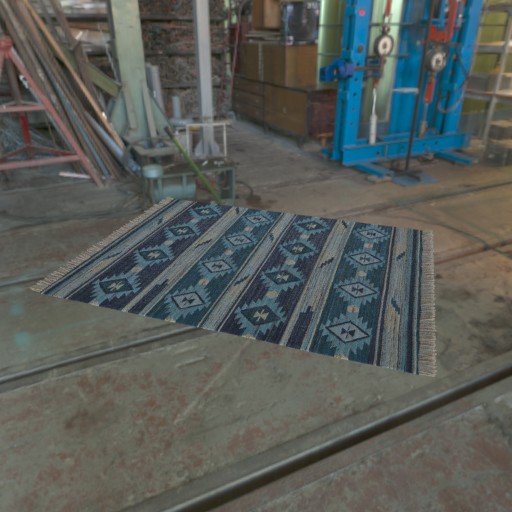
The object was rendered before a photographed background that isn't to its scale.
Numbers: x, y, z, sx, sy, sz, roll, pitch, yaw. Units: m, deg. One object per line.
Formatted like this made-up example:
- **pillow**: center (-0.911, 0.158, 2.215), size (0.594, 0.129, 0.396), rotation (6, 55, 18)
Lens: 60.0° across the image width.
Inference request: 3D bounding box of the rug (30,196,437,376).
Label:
- **rug**: center (0.000, 0.000, 4.328), size (3.307, 0.047, 2.418), rotation (9, 29, 17)
